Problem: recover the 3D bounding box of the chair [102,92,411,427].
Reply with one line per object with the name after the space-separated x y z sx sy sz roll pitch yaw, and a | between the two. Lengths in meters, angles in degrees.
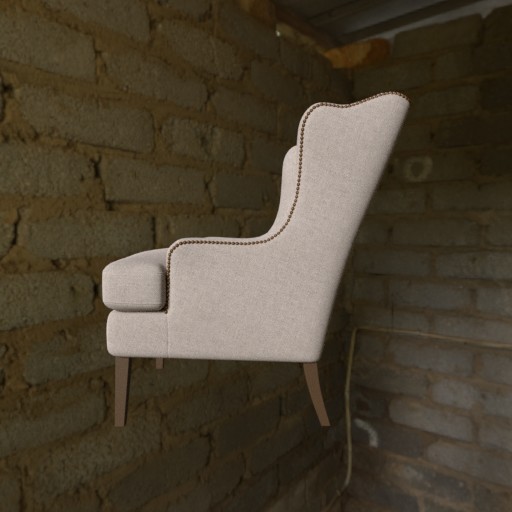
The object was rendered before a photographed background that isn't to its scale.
0.000 0.000 1.661 0.940 1.029 0.737 0 3 -1 | chair
